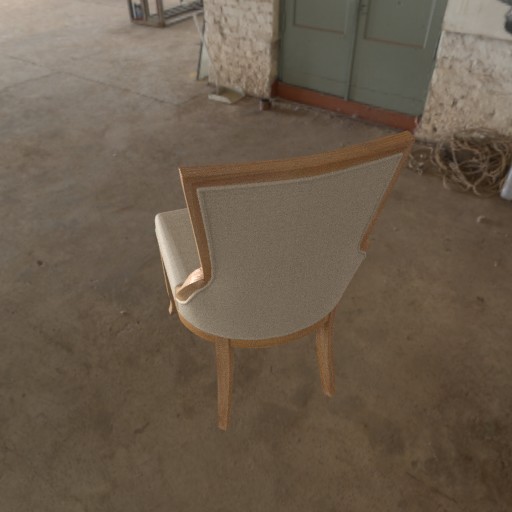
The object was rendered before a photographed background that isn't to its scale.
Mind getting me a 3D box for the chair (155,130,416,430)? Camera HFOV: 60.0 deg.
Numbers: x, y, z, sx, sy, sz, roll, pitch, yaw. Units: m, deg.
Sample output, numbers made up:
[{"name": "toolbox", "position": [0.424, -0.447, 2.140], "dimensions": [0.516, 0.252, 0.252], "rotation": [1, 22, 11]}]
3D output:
[{"name": "chair", "position": [0.000, 0.000, 1.308], "dimensions": [0.524, 0.947, 0.641], "rotation": [-12, 42, -14]}]
